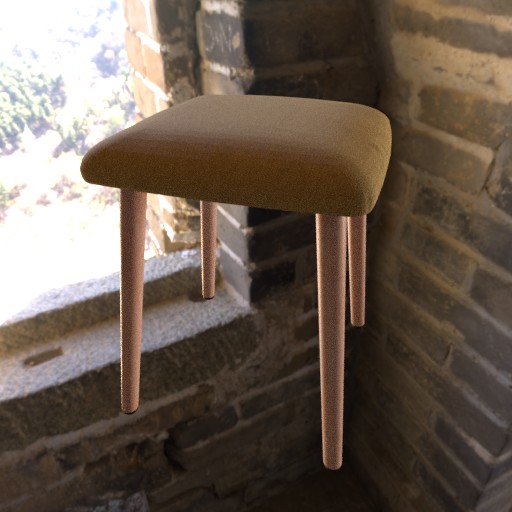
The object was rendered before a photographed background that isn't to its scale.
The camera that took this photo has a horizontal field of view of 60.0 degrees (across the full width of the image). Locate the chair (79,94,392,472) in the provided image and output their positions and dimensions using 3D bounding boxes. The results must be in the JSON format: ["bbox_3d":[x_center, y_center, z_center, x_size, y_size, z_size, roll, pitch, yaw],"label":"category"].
[{"bbox_3d":[0.000,0.000,0.684,0.350,0.440,0.350,9,32,15],"label":"chair"}]
